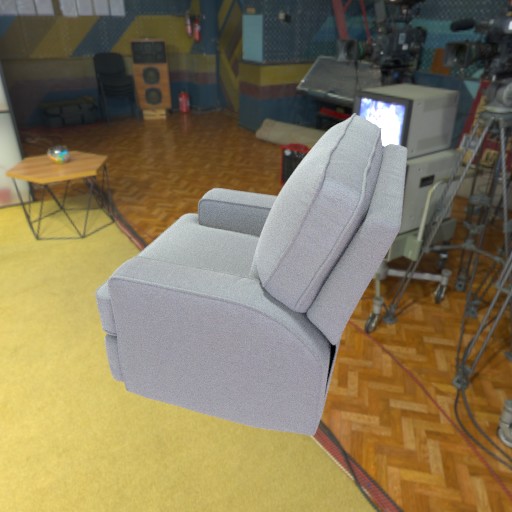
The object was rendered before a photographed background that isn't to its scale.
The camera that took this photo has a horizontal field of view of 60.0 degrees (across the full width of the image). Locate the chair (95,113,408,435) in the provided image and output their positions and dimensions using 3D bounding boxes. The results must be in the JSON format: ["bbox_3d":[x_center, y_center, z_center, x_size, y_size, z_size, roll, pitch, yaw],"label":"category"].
[{"bbox_3d":[0.000,0.000,1.674,0.969,0.964,0.861,9,30,16],"label":"chair"}]
